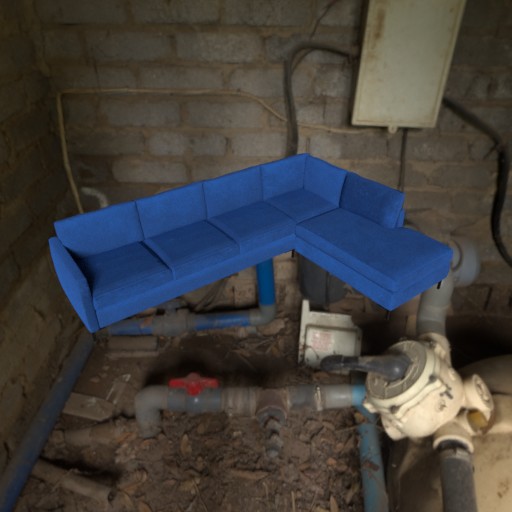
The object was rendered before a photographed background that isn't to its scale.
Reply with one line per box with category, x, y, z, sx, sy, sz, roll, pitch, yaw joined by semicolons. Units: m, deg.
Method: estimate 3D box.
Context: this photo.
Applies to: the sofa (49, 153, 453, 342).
sofa;0.000;0.000;3.274;2.486;0.687;1.707;-22;39;-30
